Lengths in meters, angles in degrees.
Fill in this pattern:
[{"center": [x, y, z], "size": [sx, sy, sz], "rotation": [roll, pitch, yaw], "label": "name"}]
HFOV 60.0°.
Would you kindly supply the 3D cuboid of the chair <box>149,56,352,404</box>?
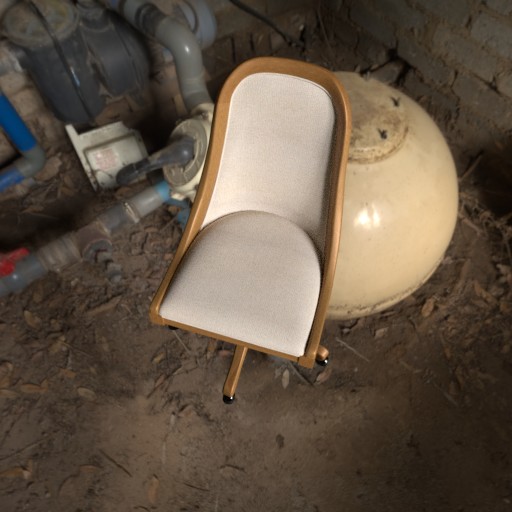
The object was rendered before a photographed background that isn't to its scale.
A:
[{"center": [0.000, 0.000, 1.544], "size": [0.702, 1.009, 0.811], "rotation": [14, 59, 9], "label": "chair"}]
